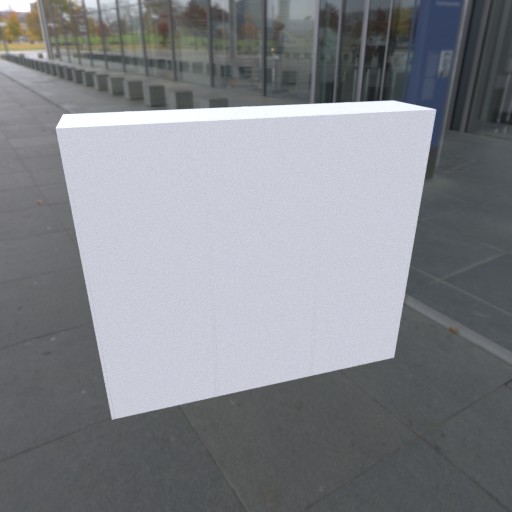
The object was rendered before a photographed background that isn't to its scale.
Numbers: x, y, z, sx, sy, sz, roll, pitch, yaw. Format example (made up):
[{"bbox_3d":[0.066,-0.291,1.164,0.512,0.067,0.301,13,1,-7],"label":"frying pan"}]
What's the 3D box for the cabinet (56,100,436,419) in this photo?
[{"bbox_3d":[0.000,0.000,3.792,2.700,2.370,0.590,-8,27,-16],"label":"cabinet"}]
